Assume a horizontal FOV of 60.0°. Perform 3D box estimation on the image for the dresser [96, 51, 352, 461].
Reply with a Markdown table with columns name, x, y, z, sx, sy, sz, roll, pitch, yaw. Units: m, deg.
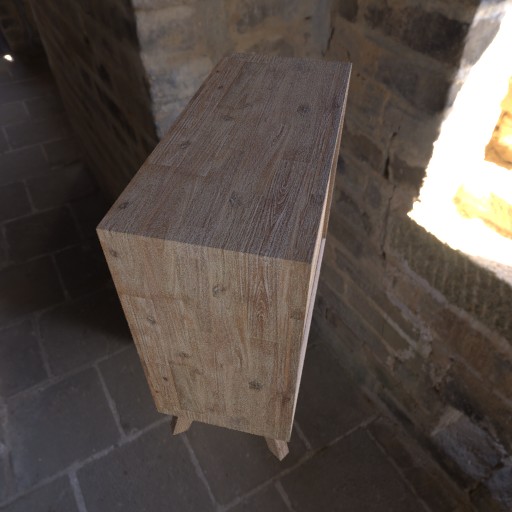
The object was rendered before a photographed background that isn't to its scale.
| name | x | y | z | sx | sy | sz | roll | pitch | yaw |
| --- | --- | --- | --- | --- | --- | --- | --- | --- | --- |
| dresser | 0.000 | 0.000 | 1.595 | 0.455 | 1.029 | 0.998 | 9 | 46 | 9 |
